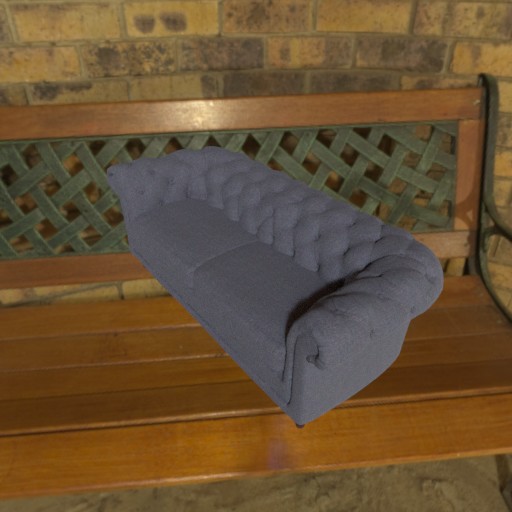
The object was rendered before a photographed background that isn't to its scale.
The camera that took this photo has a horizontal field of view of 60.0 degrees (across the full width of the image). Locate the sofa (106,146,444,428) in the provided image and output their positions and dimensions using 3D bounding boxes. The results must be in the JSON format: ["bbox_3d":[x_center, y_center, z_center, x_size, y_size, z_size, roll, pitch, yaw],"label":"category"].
[{"bbox_3d":[0.000,0.000,2.899,1.046,0.836,2.335,-22,39,-30],"label":"sofa"}]
